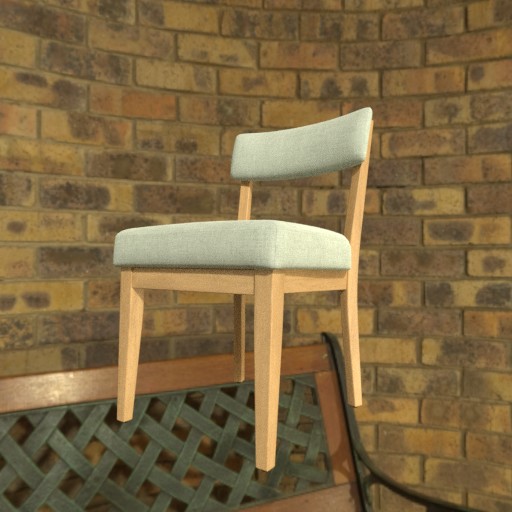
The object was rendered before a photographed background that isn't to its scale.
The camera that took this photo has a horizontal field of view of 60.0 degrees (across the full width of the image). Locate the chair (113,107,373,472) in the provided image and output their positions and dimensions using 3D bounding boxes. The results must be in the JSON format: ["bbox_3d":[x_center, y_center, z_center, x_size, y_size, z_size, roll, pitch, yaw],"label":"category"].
[{"bbox_3d":[0.000,0.000,1.194,0.508,0.832,0.572,0,-1,36],"label":"chair"}]
